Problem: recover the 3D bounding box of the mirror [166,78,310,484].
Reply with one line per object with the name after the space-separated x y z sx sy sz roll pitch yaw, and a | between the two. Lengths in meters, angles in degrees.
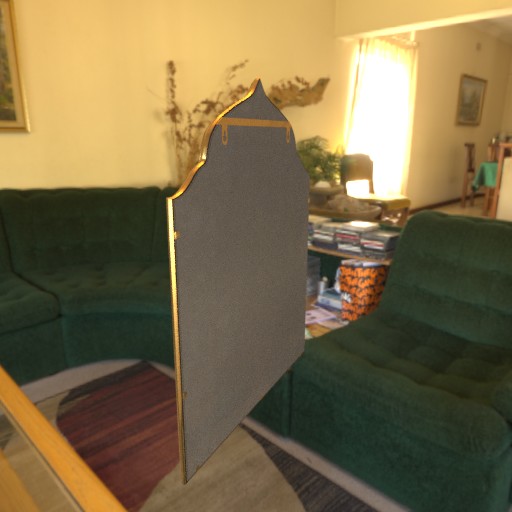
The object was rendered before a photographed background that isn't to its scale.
0.000 0.000 0.847 0.018 0.635 0.513 8 17 27 | mirror
